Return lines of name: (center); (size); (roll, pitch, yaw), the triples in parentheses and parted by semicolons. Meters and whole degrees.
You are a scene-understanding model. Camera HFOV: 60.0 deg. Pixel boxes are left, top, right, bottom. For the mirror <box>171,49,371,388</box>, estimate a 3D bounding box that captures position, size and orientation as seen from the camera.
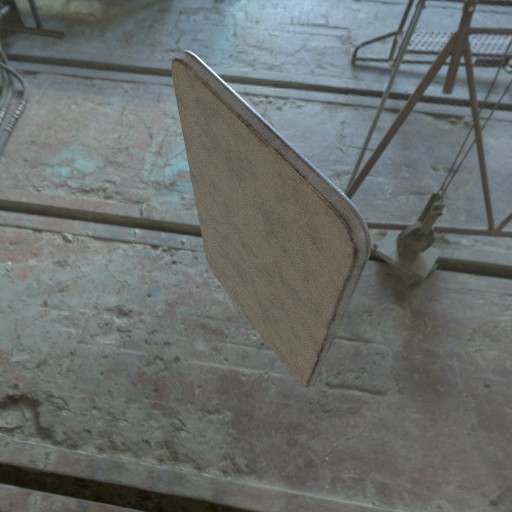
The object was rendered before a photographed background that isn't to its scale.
mirror: (0.000, 0.000, 0.904); (0.024, 0.713, 0.461); (-32, 64, -18)
